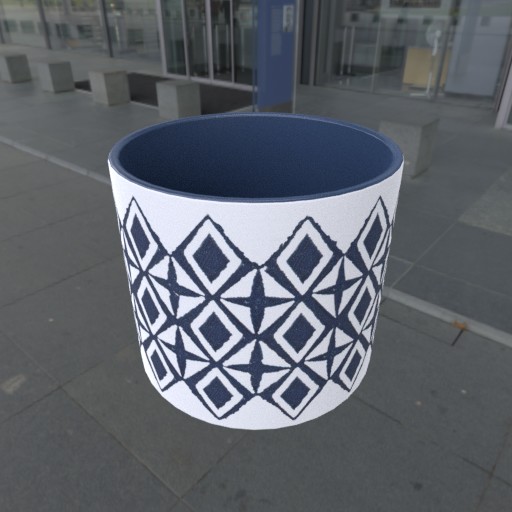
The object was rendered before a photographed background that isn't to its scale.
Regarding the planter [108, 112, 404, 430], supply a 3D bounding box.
[{"bbox_3d":[0.000,0.000,0.397,0.224,0.203,0.224,0,31,0],"label":"planter"}]
